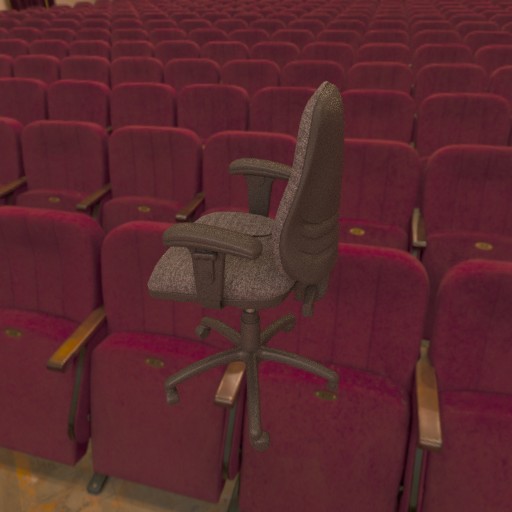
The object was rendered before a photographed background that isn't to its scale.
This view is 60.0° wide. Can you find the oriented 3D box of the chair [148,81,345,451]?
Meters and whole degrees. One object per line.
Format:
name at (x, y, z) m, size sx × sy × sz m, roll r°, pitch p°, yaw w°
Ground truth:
chair at (0.000, 0.000, 1.220) m, size 0.530 × 0.910 × 0.550 m, roll 8°, pitch 31°, yaw 13°
